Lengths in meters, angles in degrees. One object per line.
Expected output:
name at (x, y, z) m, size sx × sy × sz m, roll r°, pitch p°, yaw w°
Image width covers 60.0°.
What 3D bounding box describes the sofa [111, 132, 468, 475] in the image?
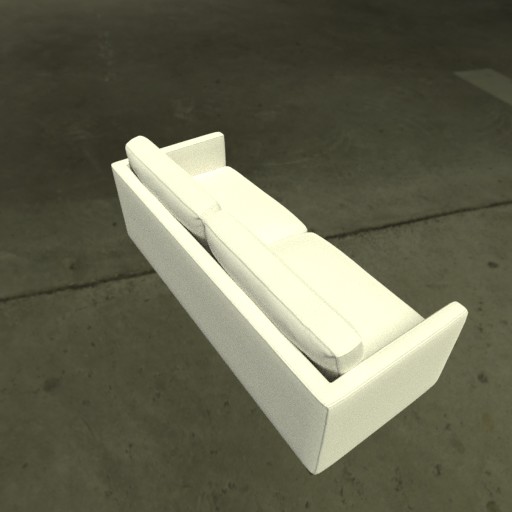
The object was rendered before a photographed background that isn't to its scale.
sofa at (0.000, 0.000, 2.837) m, size 0.951 × 0.962 × 2.361 m, roll -25°, pitch 47°, yaw -25°
